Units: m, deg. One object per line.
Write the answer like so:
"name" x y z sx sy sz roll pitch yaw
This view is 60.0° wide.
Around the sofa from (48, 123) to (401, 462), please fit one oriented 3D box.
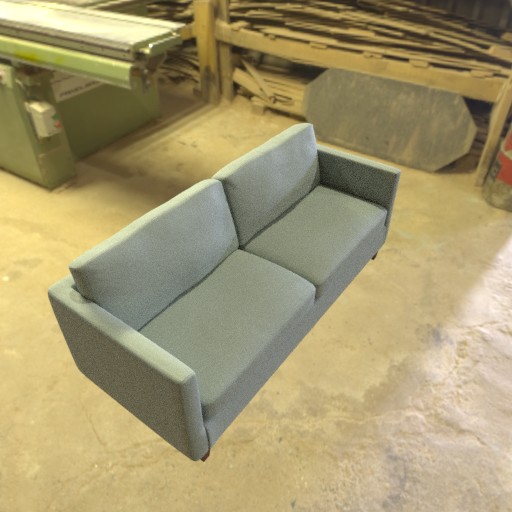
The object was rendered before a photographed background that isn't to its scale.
"sofa" 0.000 0.000 2.775 0.951 0.965 2.208 25 46 27
